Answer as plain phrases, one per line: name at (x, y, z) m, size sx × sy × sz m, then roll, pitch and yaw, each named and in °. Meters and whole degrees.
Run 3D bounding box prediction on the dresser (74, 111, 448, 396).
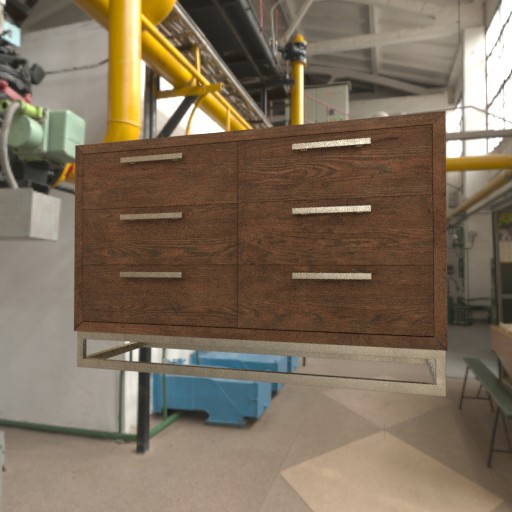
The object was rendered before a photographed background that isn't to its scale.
dresser at (0.000, 0.000, 2.146) m, size 1.646 × 1.061 × 0.623 m, roll 0°, pitch -1°, yaw 17°
